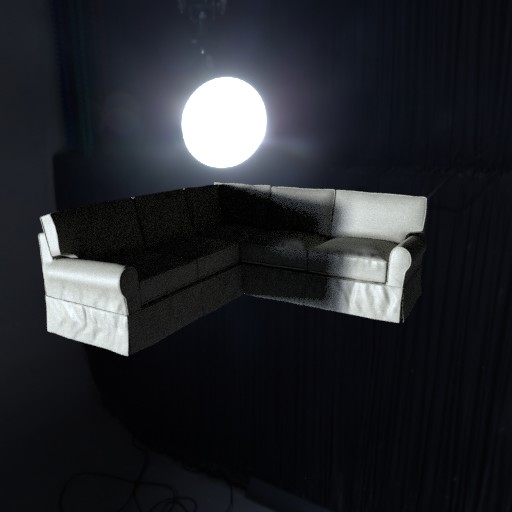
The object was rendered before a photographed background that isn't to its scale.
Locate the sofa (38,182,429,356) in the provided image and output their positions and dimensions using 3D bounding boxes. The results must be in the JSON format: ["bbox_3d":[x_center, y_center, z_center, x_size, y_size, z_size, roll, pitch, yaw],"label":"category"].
[{"bbox_3d":[0.000,0.000,4.079,2.623,1.081,2.618,8,16,28],"label":"sofa"}]
